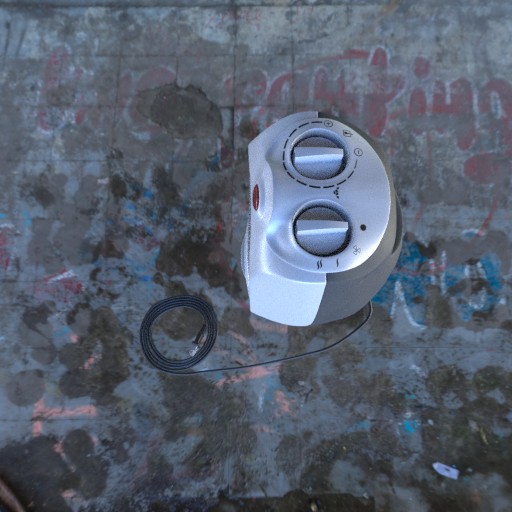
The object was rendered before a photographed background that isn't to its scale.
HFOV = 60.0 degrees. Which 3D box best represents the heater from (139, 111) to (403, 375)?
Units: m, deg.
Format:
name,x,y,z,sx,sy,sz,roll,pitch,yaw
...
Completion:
name,x,y,z,sx,sy,sz,roll,pitch,yaw
heater,0.000,0.000,0.455,0.291,0.240,0.239,-1,76,0
